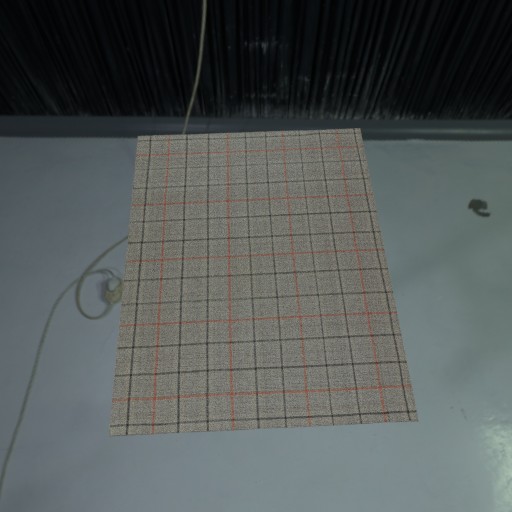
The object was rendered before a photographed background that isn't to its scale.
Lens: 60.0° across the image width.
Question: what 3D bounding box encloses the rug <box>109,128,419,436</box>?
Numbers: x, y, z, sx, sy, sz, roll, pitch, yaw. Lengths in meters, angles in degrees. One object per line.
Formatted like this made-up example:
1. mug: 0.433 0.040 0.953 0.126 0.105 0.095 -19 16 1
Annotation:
1. rug: 0.000 0.000 4.170 2.444 0.012 3.048 -2 63 -1
